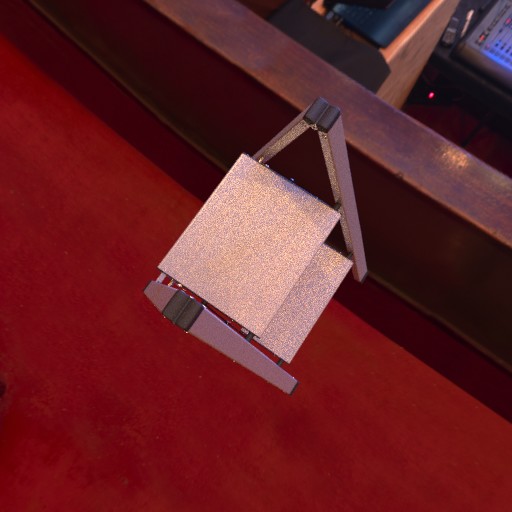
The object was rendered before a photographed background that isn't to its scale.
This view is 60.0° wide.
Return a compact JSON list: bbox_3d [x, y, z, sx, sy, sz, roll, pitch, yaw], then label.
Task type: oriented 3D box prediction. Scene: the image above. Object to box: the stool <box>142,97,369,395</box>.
[{"bbox_3d":[0.000,0.000,1.013,0.535,0.670,0.440,33,79,8],"label":"stool"}]
